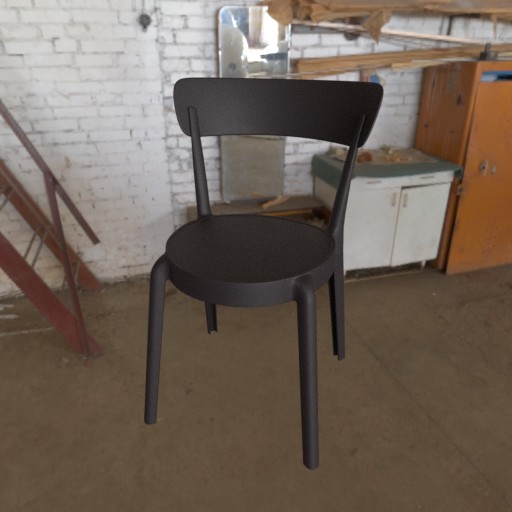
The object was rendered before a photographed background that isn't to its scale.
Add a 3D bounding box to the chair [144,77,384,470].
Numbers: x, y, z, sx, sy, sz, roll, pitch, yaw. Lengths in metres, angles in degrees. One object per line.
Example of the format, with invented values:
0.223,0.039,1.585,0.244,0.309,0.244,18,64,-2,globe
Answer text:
0.000,0.000,1.097,0.506,0.790,0.491,8,27,16,chair
